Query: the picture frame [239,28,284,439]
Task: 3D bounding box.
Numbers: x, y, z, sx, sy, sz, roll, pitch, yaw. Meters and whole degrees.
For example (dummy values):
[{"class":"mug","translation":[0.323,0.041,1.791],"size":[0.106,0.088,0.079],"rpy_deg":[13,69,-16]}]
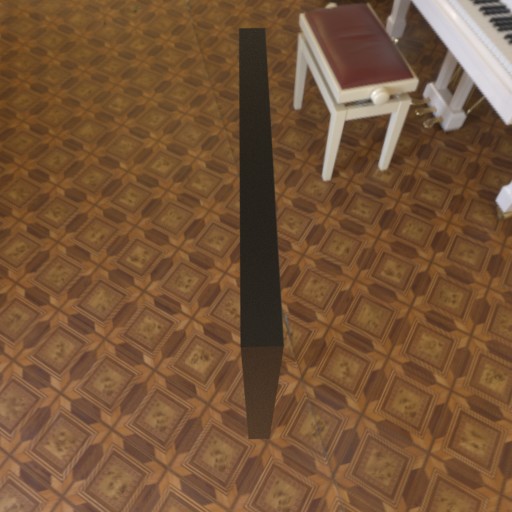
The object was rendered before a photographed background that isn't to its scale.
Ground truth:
[{"class":"picture frame","translation":[0.000,0.000,0.531],"size":[0.029,0.353,0.355],"rpy_deg":[-1,59,-1]}]
